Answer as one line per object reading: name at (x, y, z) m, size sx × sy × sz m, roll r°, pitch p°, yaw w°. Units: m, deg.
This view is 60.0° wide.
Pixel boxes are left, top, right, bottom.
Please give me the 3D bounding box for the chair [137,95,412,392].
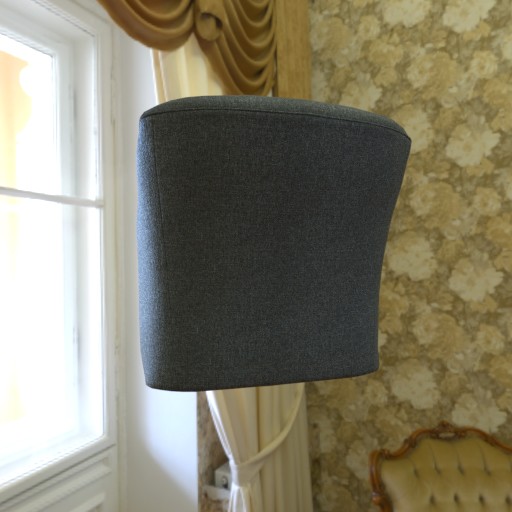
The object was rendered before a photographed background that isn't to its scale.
chair at (0.000, 0.000, 1.614) m, size 0.864 × 0.856 × 0.923 m, roll 0°, pitch 0°, yaw -18°
